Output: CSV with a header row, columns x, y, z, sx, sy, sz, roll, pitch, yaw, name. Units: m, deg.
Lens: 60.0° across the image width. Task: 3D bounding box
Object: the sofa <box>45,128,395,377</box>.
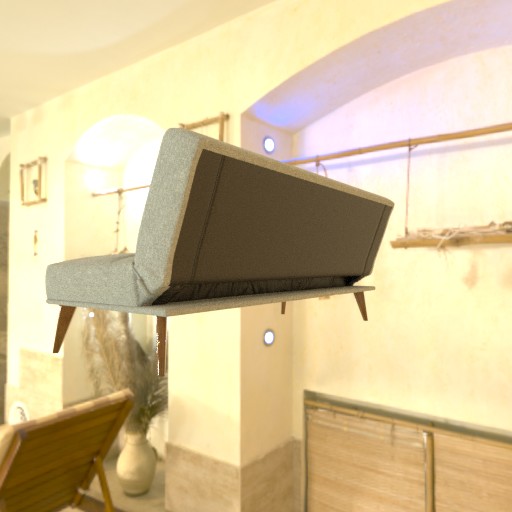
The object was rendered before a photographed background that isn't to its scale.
x,y,z,sx,sy,sz,roll,pitch,yaw,name
0.000,0.000,2.290,0.860,0.810,1.800,-1,-1,36,sofa
